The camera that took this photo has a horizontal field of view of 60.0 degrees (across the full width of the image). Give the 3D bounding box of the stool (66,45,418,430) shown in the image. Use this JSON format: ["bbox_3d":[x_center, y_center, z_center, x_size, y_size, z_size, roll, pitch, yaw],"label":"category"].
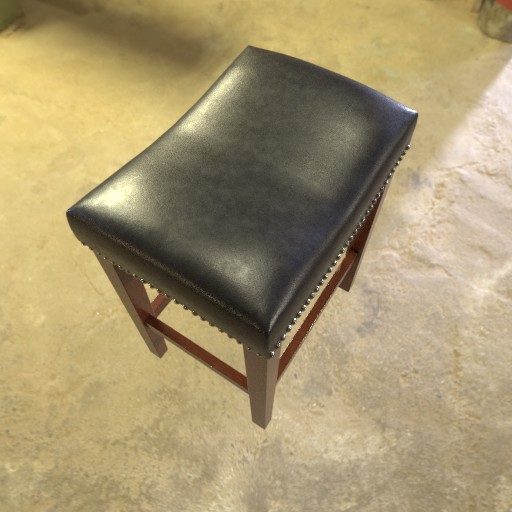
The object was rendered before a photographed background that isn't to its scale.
[{"bbox_3d":[0.000,0.000,0.963,0.372,0.654,0.504,29,63,17],"label":"stool"}]
